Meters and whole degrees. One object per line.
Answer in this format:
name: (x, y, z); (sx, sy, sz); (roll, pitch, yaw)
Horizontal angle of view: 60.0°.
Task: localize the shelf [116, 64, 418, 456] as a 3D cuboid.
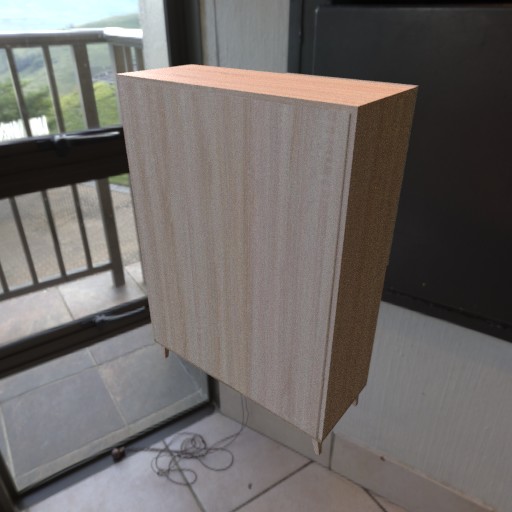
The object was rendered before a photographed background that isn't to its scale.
shelf: (0.000, 0.000, 1.877); (0.995, 1.405, 0.434); (21, 36, 33)
